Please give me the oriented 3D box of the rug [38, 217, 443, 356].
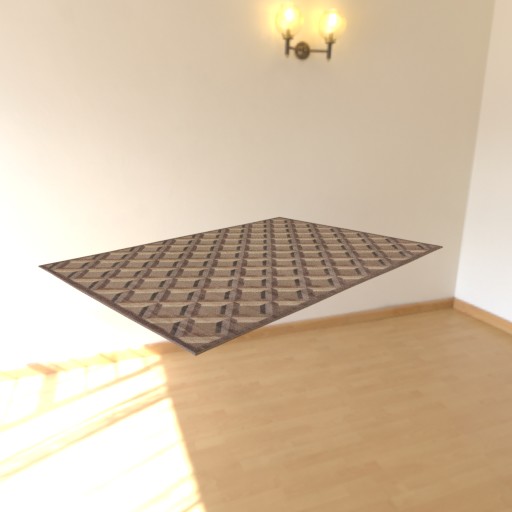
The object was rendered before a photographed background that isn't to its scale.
[{"bbox_3d":[0.000,0.000,2.985,1.600,0.013,2.260,15,22,43],"label":"rug"}]
